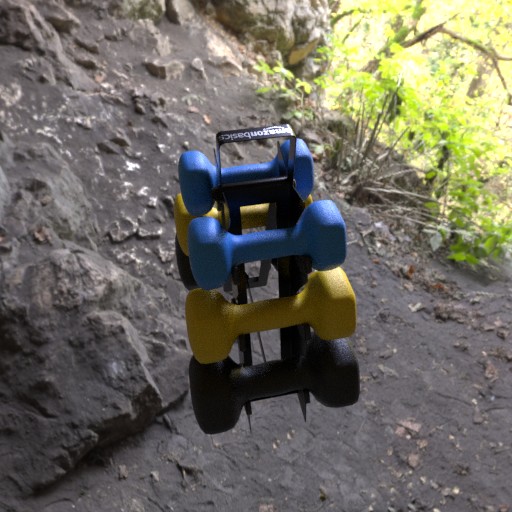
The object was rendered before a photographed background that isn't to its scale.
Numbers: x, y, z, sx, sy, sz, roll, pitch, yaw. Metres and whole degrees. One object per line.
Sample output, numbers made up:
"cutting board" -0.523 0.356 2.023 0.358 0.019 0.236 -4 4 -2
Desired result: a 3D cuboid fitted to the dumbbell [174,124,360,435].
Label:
"dumbbell" 0.000 0.000 0.680 0.255 0.426 0.409 -8 48 -8
